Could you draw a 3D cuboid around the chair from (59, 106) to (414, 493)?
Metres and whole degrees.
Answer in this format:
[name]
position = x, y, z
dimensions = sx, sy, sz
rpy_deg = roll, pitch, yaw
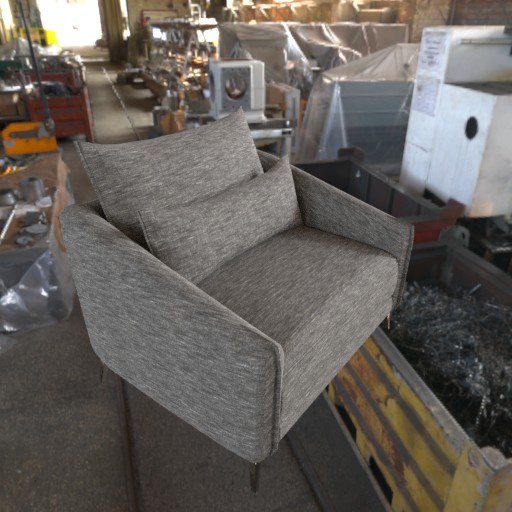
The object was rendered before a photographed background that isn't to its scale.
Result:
[chair]
position = 0.000, 0.000, 1.545
dimensions = 0.805, 0.842, 1.004
rpy_deg = 20, 34, 32
